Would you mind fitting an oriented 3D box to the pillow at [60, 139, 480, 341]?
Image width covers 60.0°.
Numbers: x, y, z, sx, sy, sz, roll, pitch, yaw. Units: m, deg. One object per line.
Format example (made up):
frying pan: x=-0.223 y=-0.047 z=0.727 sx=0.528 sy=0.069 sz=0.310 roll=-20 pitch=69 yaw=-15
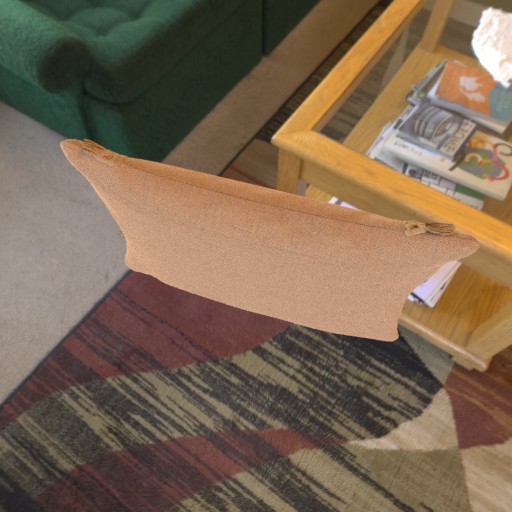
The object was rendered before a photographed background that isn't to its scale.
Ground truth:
pillow: x=0.000 y=0.000 z=0.598 sx=0.466 sy=0.305 sz=0.084 roll=15 pitch=62 yaw=8
